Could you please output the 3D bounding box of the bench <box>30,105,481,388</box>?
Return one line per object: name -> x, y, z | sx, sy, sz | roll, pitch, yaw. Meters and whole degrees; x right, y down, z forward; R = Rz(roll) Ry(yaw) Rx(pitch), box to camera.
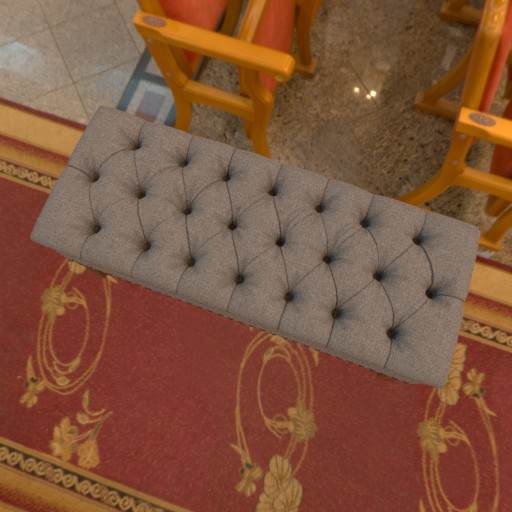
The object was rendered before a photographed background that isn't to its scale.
bench -> 0.000, 0.000, 1.290 | 1.052, 0.470, 0.417 | 19, 74, 6
